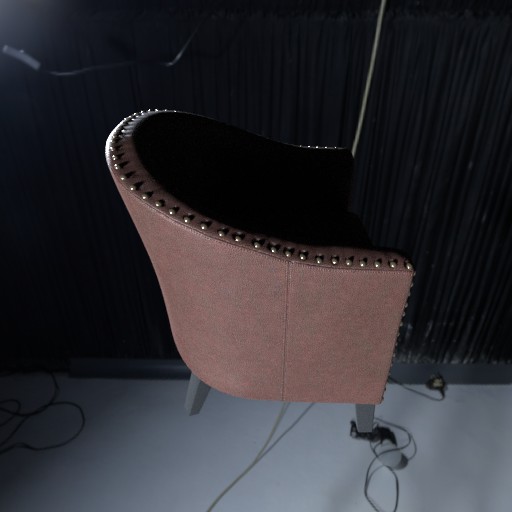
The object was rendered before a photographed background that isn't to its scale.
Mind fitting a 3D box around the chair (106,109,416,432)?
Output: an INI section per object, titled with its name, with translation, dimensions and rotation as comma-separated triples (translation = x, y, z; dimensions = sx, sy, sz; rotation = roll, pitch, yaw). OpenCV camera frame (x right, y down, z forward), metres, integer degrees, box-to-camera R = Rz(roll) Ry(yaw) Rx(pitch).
[chair]
translation = 0.000, 0.000, 1.387
dimensions = 0.748, 0.823, 0.794
rotation = 0, 32, 0
